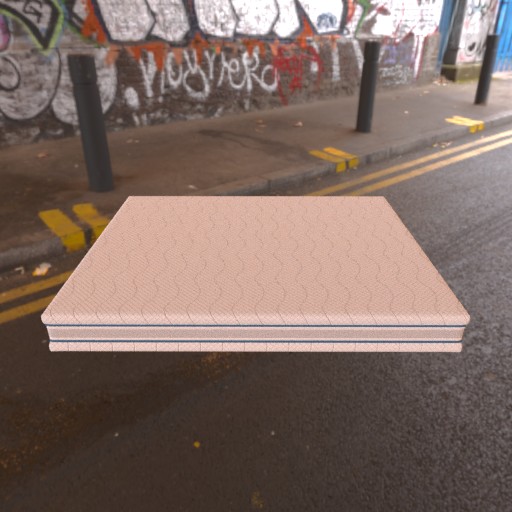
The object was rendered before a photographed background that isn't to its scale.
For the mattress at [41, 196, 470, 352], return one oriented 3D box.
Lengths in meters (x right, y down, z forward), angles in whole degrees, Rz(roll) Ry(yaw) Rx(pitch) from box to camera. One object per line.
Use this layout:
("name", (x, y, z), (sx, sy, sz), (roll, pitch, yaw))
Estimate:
("mattress", (0.000, 0.000, 2.809), (2.000, 0.230, 1.600), (0, 28, 0))
